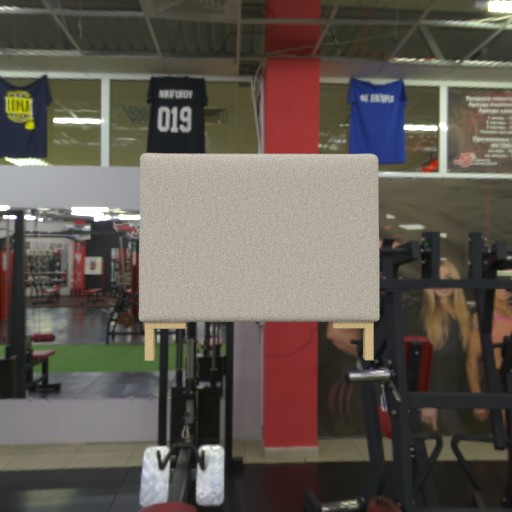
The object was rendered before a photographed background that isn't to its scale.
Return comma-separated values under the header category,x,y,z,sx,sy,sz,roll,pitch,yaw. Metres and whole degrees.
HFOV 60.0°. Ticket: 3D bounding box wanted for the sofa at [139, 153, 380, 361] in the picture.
category,x,y,z,sx,sy,sz,roll,pitch,yaw
sofa,0.000,0.000,2.309,0.746,0.641,1.985,0,0,-1
